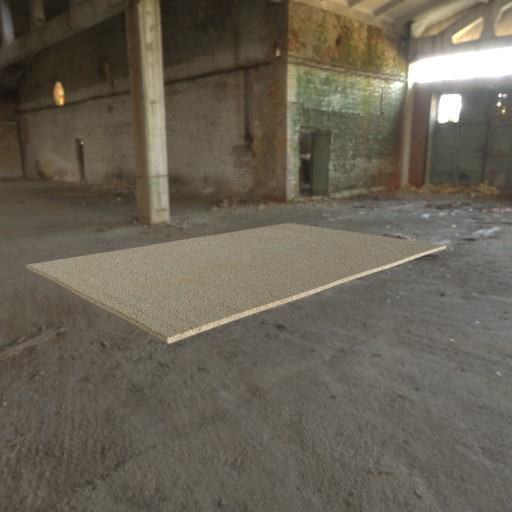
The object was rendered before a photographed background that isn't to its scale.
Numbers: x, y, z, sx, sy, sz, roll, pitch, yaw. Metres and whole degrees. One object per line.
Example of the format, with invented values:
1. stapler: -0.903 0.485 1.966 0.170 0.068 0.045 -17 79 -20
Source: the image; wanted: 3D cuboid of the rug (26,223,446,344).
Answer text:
1. rug: 0.000 0.000 2.903 2.346 0.025 1.500 -12 18 -43
